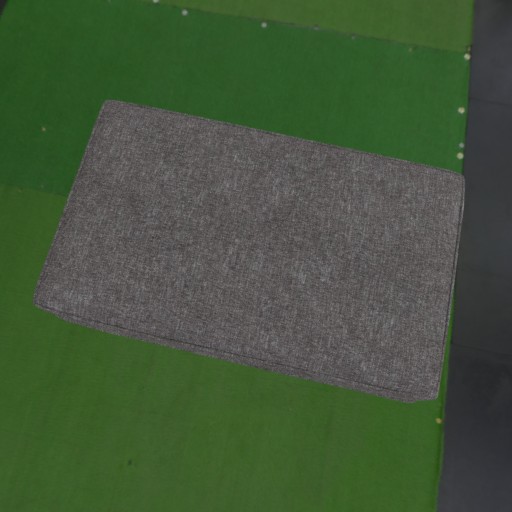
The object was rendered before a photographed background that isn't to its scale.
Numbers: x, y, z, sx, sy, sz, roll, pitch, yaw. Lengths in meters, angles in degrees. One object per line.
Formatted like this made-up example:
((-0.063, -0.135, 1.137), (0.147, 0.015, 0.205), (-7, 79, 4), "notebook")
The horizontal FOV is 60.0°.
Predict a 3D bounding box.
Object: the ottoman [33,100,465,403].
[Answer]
((0.000, 0.000, 1.487), (1.184, 0.487, 0.717), (13, 76, 3), "ottoman")
